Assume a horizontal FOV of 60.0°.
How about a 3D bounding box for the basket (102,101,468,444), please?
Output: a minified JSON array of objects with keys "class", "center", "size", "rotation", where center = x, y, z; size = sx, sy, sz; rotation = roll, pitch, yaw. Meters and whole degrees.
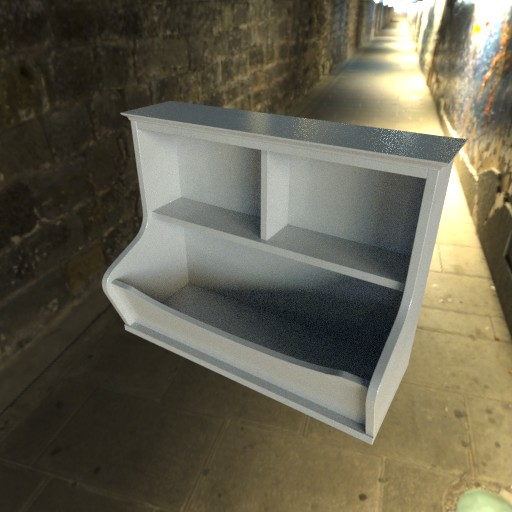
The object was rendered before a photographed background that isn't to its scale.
[{"class":"basket","center":[0.000,0.000,1.083],"size":[0.780,0.600,0.350],"rotation":[17,34,27]}]
